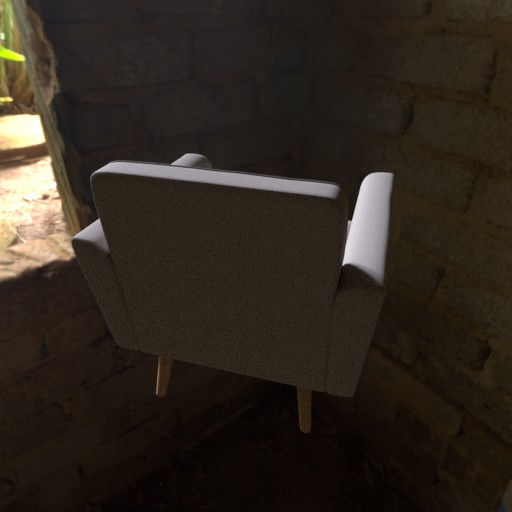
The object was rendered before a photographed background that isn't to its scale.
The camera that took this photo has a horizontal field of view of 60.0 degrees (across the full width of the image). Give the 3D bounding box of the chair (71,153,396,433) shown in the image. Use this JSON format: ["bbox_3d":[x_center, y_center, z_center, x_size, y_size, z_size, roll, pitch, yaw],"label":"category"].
[{"bbox_3d":[0.000,0.000,1.399,0.780,0.780,0.750,9,32,14],"label":"chair"}]
